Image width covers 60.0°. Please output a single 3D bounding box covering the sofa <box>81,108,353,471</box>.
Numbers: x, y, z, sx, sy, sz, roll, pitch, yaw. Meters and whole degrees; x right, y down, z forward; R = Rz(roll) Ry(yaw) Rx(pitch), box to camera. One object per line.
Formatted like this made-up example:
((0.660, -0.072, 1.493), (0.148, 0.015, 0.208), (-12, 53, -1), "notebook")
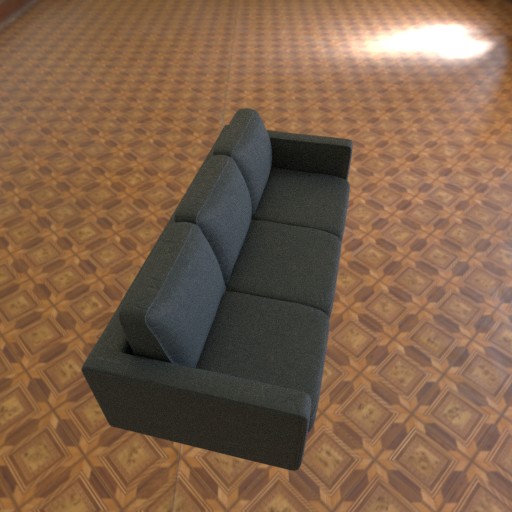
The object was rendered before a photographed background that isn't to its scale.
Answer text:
((0.000, 0.000, 2.514), (0.935, 0.945, 2.013), (10, 45, 10), "sofa")
